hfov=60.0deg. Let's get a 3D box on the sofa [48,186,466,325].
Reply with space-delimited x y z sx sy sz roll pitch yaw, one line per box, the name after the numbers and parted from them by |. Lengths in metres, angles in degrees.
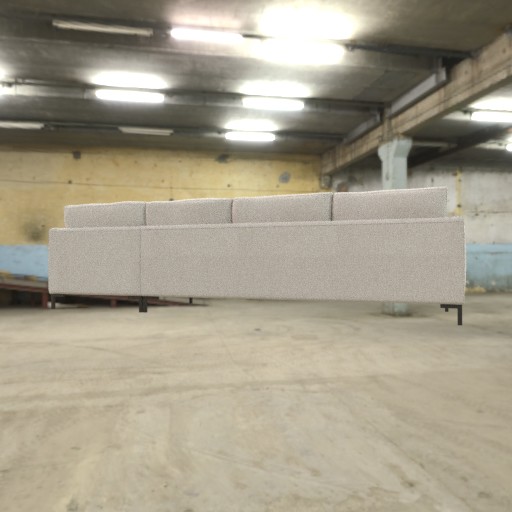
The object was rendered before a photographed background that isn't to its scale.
0.000 0.000 2.960 2.445 0.677 1.126 0 -1 18 | sofa
